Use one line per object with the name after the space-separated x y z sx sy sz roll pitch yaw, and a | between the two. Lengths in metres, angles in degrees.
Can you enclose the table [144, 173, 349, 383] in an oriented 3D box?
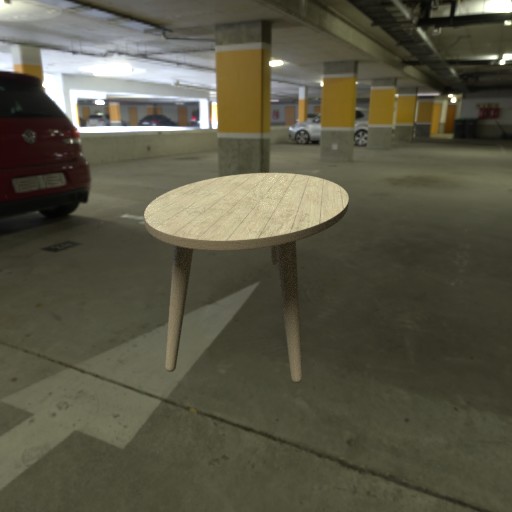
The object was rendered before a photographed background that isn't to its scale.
0.000 0.000 1.381 0.542 0.390 1.083 3 17 8 | table
